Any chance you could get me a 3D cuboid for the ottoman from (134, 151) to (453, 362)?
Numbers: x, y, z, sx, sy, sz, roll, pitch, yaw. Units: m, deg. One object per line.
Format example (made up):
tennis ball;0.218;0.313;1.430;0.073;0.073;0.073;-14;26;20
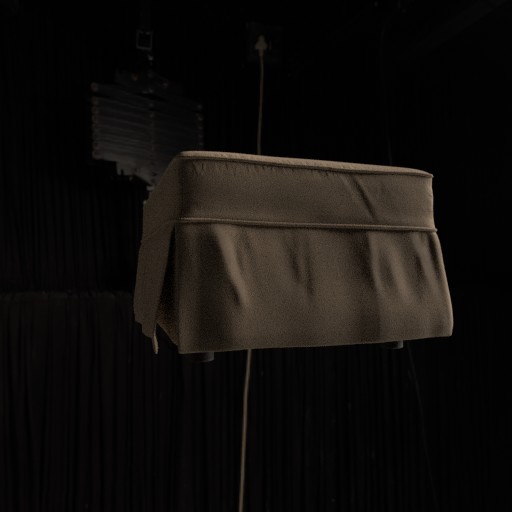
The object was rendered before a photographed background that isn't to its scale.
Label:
ottoman;0.000;0.000;1.397;0.721;0.482;0.959;0;-1;-18
